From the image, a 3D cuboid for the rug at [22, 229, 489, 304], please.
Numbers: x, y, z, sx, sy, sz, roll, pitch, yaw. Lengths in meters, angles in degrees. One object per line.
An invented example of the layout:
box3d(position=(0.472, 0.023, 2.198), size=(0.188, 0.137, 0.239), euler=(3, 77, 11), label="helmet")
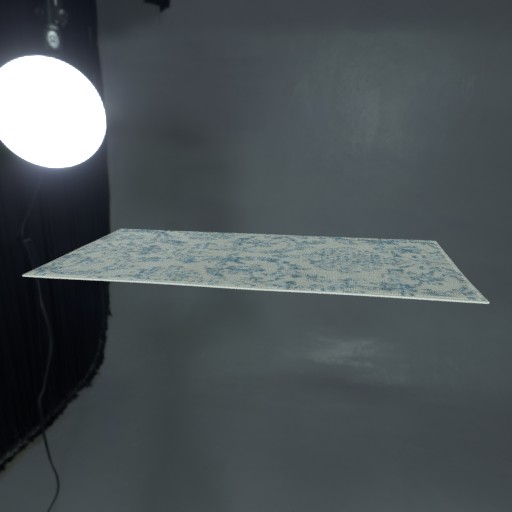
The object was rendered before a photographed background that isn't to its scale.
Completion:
box3d(position=(0.000, 0.000, 1.420), size=(1.220, 0.007, 0.605), euler=(3, 16, 9), label="rug")
